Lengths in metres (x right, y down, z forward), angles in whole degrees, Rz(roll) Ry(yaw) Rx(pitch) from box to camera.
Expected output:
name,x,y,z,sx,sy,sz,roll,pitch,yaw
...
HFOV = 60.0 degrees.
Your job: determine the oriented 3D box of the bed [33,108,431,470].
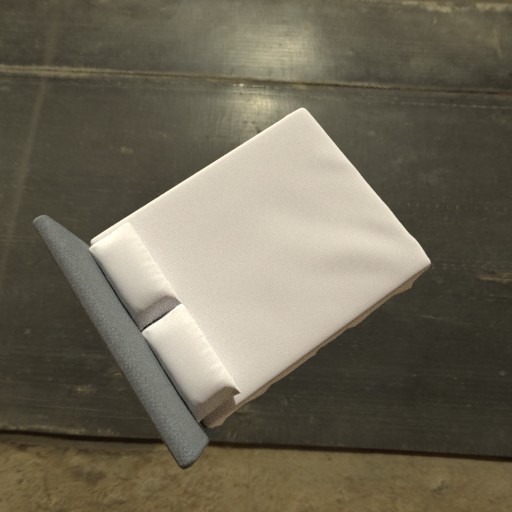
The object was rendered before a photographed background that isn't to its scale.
name,x,y,z,sx,sy,sz,roll,pitch,yaw
bed,0.000,0.000,3.193,2.142,1.330,1.723,-34,78,-8
